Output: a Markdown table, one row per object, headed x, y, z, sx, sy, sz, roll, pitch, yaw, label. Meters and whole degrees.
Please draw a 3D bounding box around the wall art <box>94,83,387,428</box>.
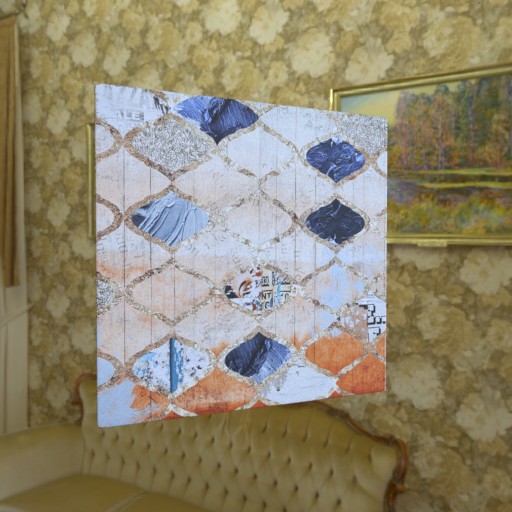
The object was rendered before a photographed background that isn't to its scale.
| x | y | z | sx | sy | sz | roll | pitch | yaw | label |
| --- | --- | --- | --- | --- | --- | --- | --- | --- | --- |
| 0.000 | 0.000 | 1.342 | 0.912 | 0.914 | 0.039 | 0 | 1 | -20 | wall art |
